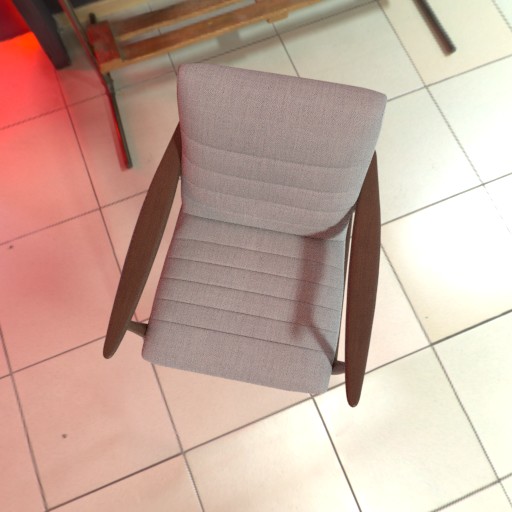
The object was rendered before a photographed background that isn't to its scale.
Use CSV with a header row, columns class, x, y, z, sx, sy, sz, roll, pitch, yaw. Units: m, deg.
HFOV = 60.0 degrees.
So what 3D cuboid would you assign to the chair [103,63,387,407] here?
class,x,y,z,sx,sy,sz,roll,pitch,yaw
chair,0.000,0.000,1.441,0.741,0.832,0.798,10,76,3
